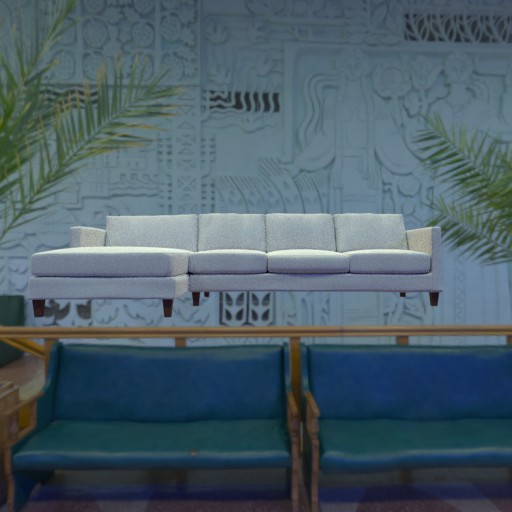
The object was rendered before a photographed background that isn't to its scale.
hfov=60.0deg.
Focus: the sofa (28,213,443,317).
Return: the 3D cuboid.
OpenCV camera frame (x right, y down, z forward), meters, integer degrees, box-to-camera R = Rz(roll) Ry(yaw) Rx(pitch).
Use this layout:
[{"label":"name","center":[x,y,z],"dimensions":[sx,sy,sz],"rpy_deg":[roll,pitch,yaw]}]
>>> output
[{"label":"sofa","center":[0.000,0.000,3.887],"dimensions":[3.186,0.861,1.625],"rpy_deg":[0,0,0]}]
